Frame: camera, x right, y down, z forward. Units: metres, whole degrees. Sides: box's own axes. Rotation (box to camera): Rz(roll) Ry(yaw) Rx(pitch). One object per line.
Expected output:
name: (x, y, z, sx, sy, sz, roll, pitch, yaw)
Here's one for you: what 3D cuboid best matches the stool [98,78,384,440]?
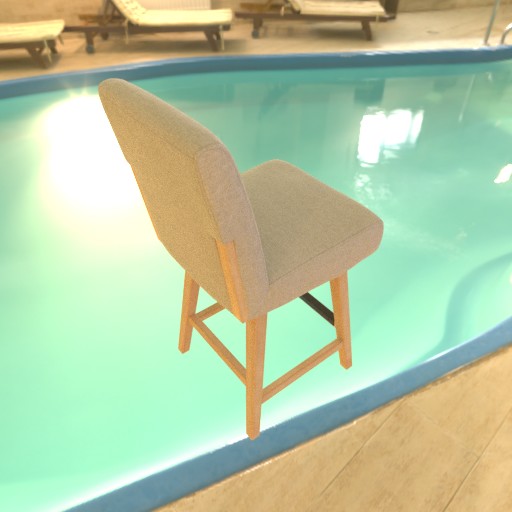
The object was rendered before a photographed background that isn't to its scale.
stool: (0.000, 0.000, 1.375, 0.606, 1.085, 0.507, -27, 47, -28)
